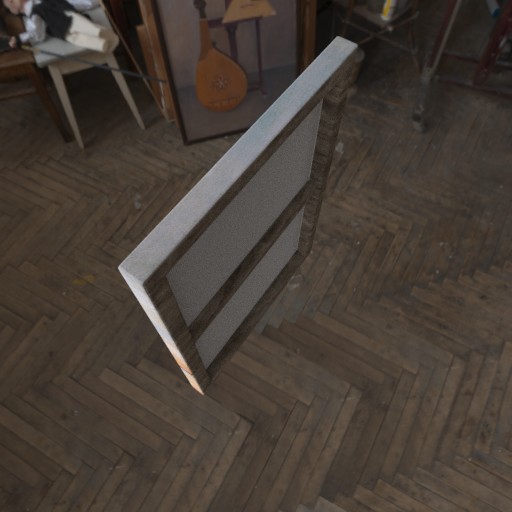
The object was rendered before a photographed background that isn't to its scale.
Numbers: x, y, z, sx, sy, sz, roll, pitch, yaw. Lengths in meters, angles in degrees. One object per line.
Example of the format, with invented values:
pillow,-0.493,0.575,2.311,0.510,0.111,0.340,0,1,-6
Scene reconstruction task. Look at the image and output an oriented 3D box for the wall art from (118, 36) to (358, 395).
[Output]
wall art,0.000,0.000,0.798,0.035,0.605,0.443,32,67,16
